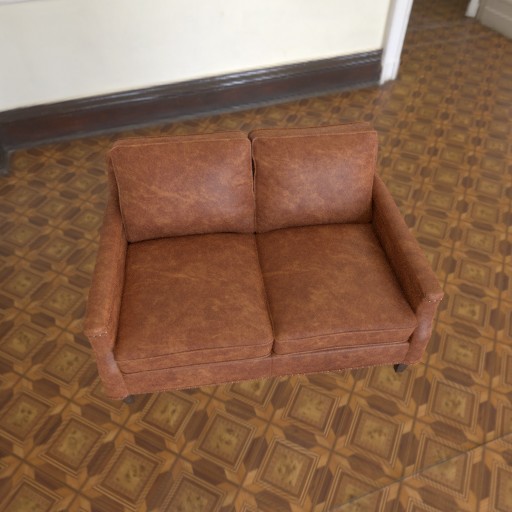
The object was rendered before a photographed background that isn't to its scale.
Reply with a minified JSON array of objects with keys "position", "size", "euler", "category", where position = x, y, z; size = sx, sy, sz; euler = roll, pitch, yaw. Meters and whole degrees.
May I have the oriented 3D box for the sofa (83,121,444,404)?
[{"position":[0.000,0.000,2.320],"size":[1.597,1.003,1.084],"euler":[-5,47,-5],"category":"sofa"}]
